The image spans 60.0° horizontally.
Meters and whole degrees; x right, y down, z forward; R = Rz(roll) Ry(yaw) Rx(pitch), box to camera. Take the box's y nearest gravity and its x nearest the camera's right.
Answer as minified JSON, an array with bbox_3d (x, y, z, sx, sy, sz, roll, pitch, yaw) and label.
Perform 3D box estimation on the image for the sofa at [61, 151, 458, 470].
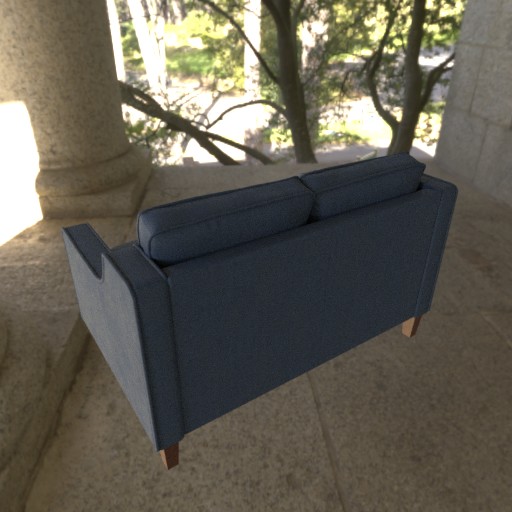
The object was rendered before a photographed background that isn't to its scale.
[{"bbox_3d":[0.000,0.000,2.101,1.501,0.971,0.987,-18,33,-30],"label":"sofa"}]
